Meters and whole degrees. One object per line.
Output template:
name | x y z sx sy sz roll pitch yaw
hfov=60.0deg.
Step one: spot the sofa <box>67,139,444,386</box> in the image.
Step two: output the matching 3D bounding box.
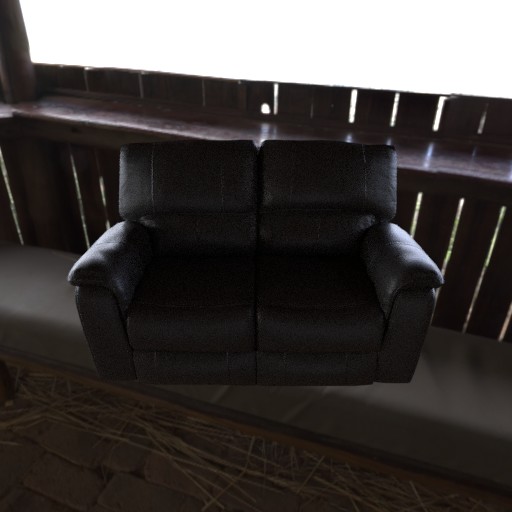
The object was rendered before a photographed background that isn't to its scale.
sofa | 0.000 0.000 2.504 1.765 1.111 1.104 0 29 1
